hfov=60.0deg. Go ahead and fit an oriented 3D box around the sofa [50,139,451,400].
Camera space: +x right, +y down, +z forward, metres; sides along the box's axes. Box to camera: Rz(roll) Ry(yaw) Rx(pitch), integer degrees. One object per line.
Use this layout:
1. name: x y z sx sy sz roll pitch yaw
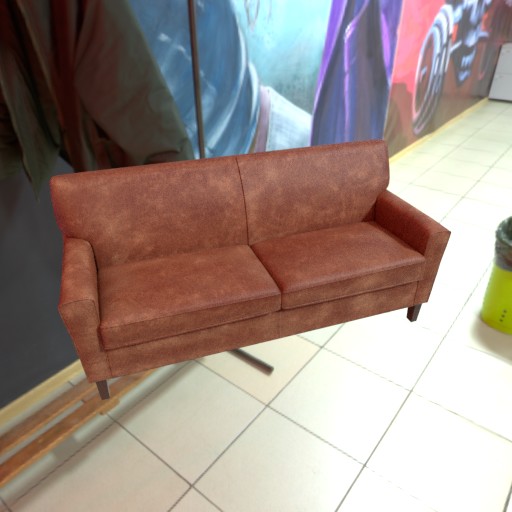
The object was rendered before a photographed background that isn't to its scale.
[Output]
1. sofa: 0.000 0.000 2.547 2.053 0.947 0.805 -10 33 -16
